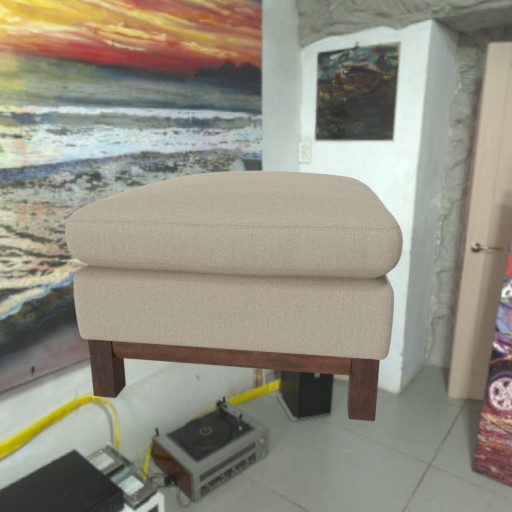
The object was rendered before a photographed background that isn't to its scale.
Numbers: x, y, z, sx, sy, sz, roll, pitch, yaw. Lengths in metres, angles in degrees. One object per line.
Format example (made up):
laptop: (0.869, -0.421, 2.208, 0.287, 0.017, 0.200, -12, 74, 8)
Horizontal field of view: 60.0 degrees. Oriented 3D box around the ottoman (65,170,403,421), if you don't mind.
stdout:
ottoman: (0.000, 0.000, 1.133, 0.606, 0.420, 0.771, 2, 15, 8)
